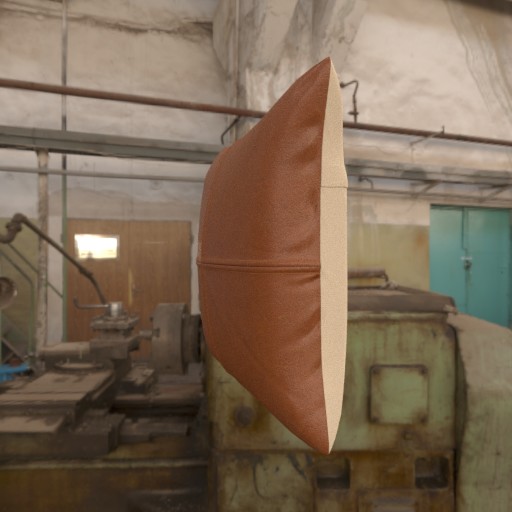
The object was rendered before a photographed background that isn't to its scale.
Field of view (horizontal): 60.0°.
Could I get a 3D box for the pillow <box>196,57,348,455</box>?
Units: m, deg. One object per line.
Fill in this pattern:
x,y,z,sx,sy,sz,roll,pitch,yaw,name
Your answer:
0.000,0.000,0.757,0.192,0.477,0.501,0,1,-19,pillow
